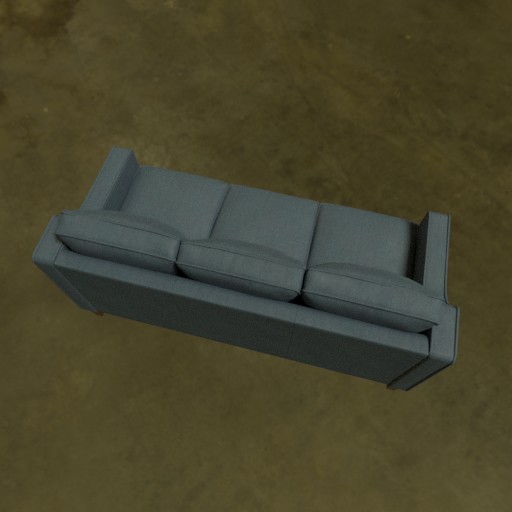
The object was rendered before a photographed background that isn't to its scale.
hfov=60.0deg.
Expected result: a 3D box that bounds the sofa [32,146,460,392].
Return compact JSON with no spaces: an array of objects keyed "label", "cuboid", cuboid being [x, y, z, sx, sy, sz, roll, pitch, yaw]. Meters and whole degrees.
[{"label":"sofa","cuboid":[0.000,0.000,2.491,1.986,0.974,0.911,13,63,7]}]
